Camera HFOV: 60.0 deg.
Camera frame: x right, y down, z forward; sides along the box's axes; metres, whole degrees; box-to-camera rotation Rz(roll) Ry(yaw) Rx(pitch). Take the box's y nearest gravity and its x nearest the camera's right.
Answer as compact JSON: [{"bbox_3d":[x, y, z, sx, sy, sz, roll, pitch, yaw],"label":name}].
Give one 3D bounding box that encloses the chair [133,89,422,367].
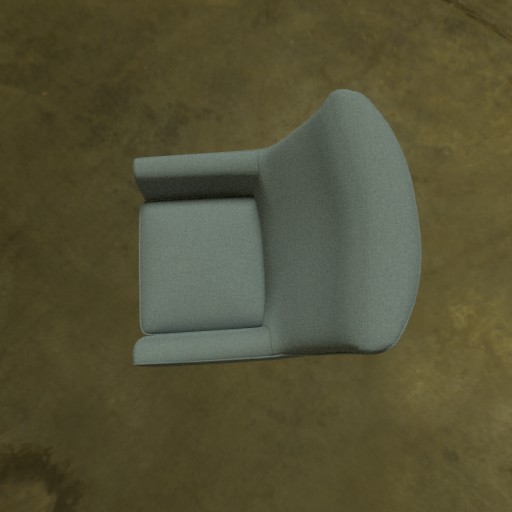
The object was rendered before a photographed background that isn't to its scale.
[{"bbox_3d":[0.000,0.000,1.621,0.879,0.916,0.756,-4,76,-1],"label":"chair"}]
